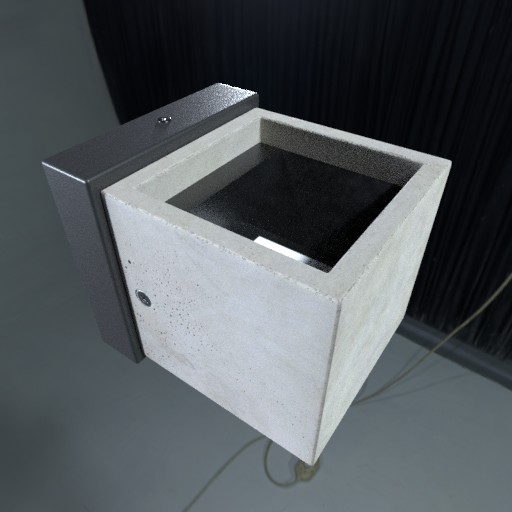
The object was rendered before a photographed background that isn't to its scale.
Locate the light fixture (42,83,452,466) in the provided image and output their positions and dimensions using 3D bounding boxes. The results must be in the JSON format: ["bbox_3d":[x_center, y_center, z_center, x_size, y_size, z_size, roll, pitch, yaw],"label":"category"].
[{"bbox_3d":[0.000,0.000,0.235,0.143,0.121,0.121,24,46,26],"label":"light fixture"}]
